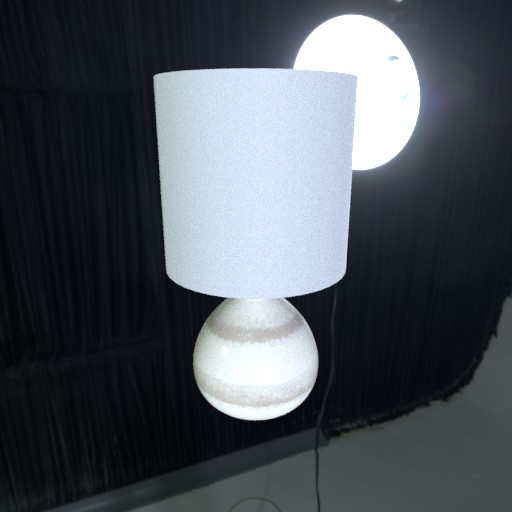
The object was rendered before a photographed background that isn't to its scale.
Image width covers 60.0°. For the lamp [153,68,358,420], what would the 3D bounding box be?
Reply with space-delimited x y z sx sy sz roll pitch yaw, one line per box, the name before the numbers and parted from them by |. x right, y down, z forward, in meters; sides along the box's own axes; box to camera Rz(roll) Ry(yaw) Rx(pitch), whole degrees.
lamp | 0.000 0.000 0.540 0.217 0.404 0.217 -9 20 -26
